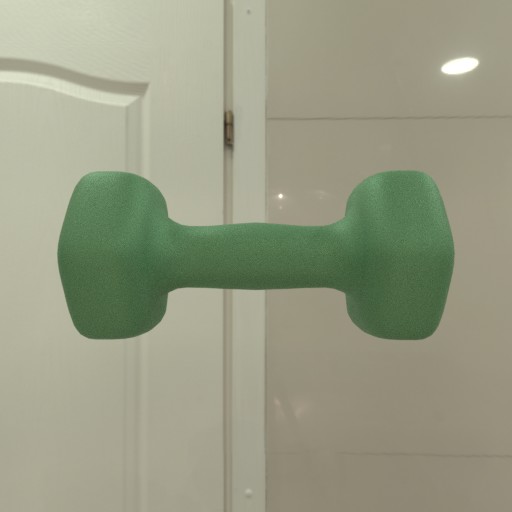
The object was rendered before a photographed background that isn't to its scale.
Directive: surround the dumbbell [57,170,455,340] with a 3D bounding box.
[{"bbox_3d":[0.000,0.000,0.324,0.260,0.117,0.129,0,-2,1],"label":"dumbbell"}]
